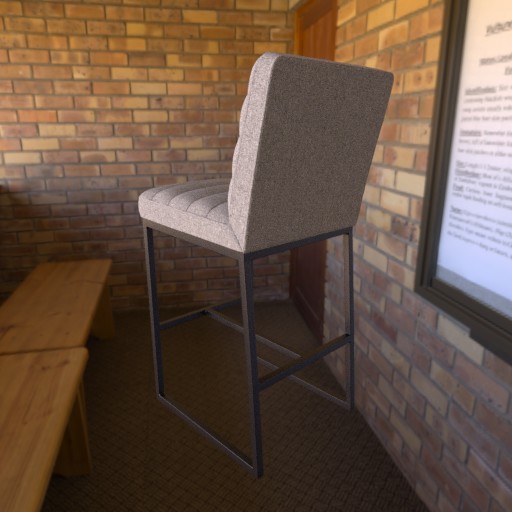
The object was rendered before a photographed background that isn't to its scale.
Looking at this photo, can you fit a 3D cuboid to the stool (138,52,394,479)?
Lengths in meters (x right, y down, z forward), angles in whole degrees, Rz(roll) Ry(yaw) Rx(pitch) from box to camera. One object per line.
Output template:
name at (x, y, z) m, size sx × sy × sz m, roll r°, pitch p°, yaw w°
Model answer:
stool at (0.000, 0.000, 1.324) m, size 0.459 × 1.034 × 0.571 m, roll -15°, pitch 22°, yaw -41°
